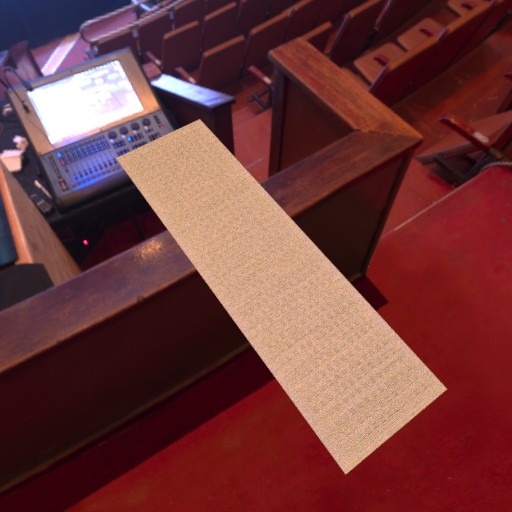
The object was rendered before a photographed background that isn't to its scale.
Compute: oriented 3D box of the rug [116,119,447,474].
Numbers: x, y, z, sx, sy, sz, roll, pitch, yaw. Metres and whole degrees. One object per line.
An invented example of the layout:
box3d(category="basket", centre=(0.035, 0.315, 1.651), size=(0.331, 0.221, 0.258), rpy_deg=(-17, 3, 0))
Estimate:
box3d(category="rug", centre=(0.000, 0.000, 2.691), size=(0.686, 0.006, 2.437), rpy_deg=(-31, 64, -17))
